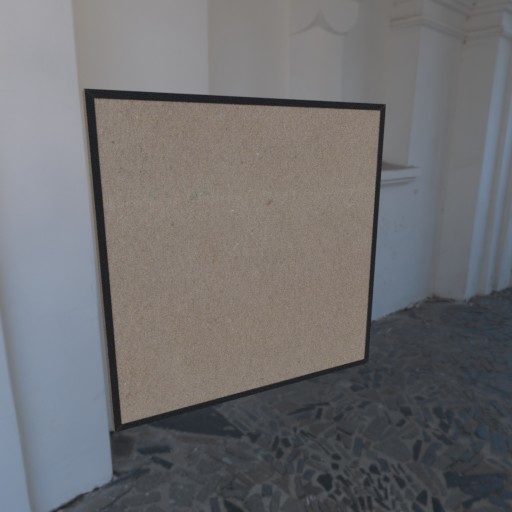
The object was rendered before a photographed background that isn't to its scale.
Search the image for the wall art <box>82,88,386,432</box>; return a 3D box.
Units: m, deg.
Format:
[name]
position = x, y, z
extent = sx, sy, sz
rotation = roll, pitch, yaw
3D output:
[wall art]
position = 0.000, 0.000, 1.132
extent = 0.762, 0.762, 0.038
rotation = -7, 16, -26
